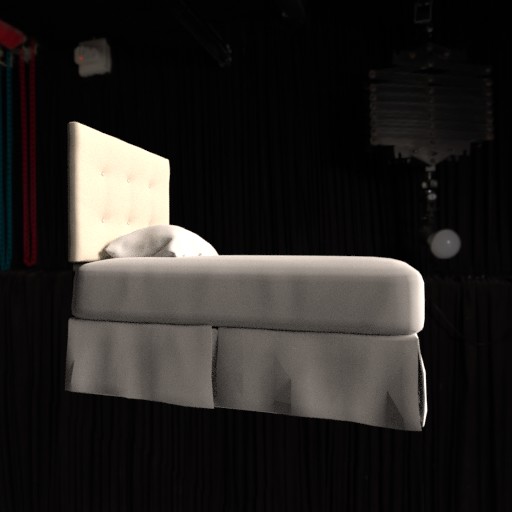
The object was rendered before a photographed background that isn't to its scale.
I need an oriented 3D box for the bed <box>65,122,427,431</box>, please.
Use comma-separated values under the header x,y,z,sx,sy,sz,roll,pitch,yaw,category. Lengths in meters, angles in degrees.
x,y,z,sx,sy,sz,roll,pitch,yaw,category
0.000,0.000,2.849,1.997,1.571,1.261,0,1,16,bed
